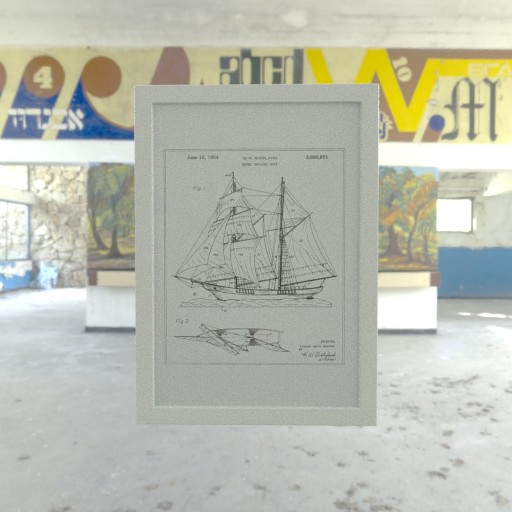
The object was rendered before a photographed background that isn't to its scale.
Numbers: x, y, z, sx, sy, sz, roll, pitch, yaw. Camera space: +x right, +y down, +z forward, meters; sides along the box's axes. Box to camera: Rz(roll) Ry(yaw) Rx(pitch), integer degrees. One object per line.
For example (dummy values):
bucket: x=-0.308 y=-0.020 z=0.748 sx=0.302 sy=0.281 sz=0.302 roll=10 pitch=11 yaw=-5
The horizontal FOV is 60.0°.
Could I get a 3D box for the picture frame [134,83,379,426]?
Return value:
picture frame: x=0.000 y=0.000 z=0.699 sx=0.381 sy=0.534 sz=0.012 roll=0 pitch=1 yaw=1
